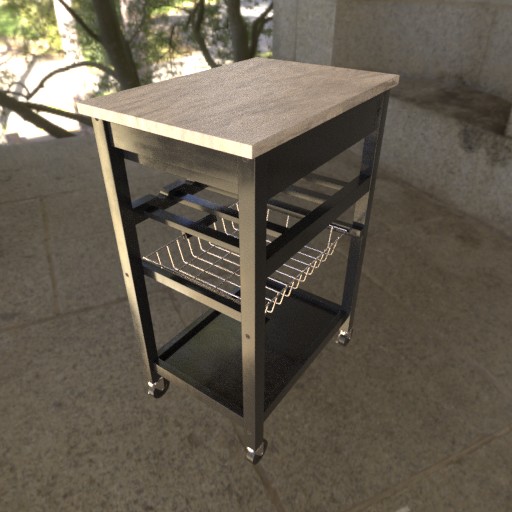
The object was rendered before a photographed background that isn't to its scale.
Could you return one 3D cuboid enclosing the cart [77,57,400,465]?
[{"bbox_3d":[0.000,0.000,1.147,0.403,0.839,0.584,21,39,29],"label":"cart"}]
